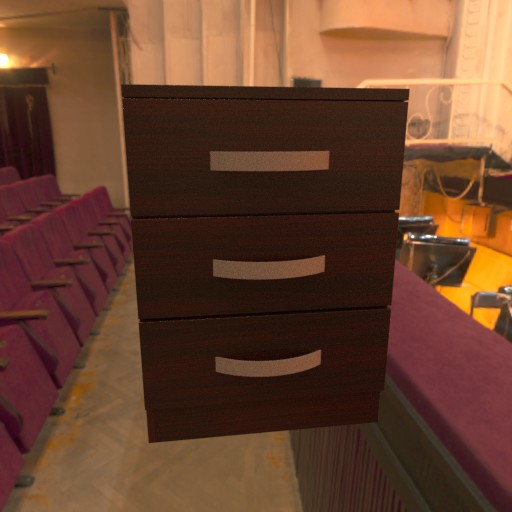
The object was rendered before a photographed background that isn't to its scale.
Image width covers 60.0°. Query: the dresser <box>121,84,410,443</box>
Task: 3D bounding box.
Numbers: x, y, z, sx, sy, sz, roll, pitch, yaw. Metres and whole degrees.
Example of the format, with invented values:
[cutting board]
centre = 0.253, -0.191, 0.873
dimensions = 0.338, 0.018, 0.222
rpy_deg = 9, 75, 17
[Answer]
[dresser]
centre = 0.000, 0.000, 0.824
dimensions = 0.400, 0.560, 0.360
rpy_deg = -2, 15, -8
